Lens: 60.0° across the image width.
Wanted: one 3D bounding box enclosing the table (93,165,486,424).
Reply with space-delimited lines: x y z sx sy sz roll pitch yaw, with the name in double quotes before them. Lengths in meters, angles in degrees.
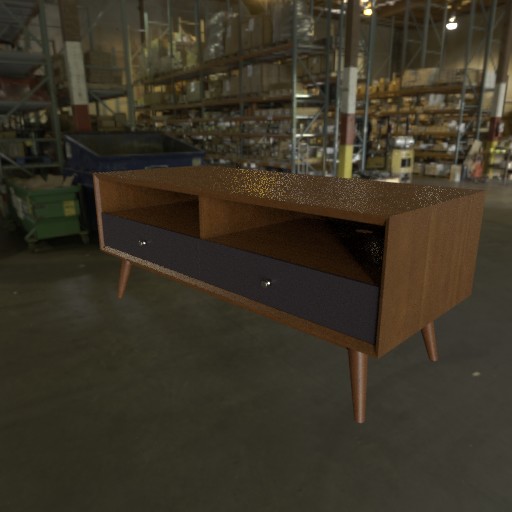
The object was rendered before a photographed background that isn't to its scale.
"table" 0.000 0.000 1.373 1.119 0.464 0.490 15 22 43
